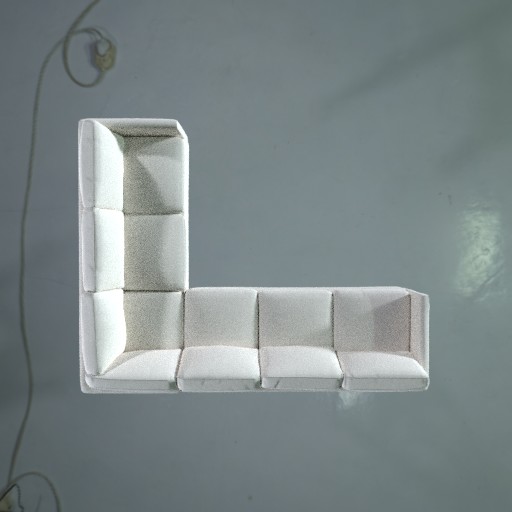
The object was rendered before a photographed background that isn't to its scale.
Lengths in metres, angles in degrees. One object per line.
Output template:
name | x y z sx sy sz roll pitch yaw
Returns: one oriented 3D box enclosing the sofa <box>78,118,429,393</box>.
sofa | 0.000 0.000 4.368 3.302 0.947 2.593 0 91 -1
